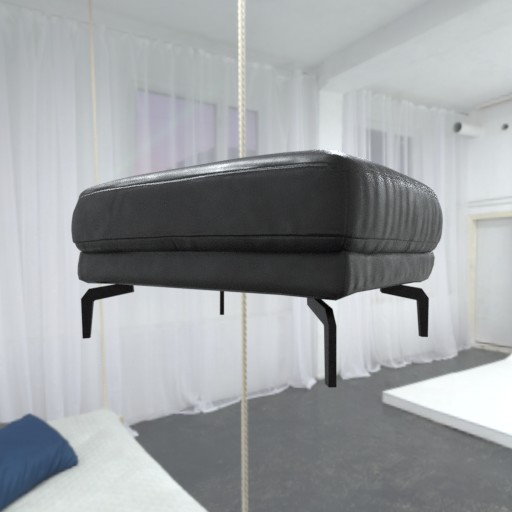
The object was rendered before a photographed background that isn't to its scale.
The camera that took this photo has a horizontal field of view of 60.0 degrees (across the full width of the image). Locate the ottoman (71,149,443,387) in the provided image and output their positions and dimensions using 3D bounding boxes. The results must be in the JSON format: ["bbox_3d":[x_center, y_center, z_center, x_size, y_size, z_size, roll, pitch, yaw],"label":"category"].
[{"bbox_3d":[0.000,0.000,1.089,0.764,0.402,0.570,0,1,36],"label":"ottoman"}]
